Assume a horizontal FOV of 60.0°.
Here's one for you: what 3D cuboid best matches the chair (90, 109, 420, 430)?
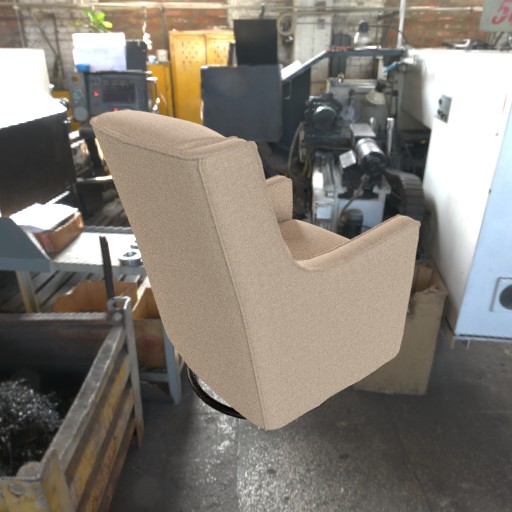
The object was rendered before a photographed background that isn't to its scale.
[{"bbox_3d":[0.000,0.000,1.547,0.879,0.993,0.732,-18,31,-33],"label":"chair"}]
